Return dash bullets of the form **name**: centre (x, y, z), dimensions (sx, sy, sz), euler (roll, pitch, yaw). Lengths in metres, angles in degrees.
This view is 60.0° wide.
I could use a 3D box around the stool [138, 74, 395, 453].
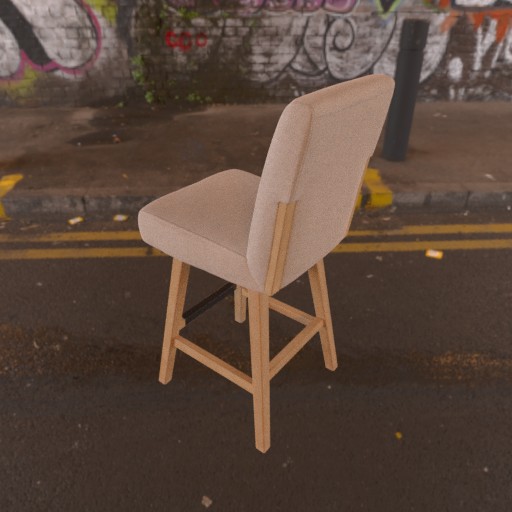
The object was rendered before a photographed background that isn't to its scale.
- **stool**: centre (0.000, 0.000, 1.305), dimensions (0.543, 1.015, 0.446), euler (22, 38, 32)
